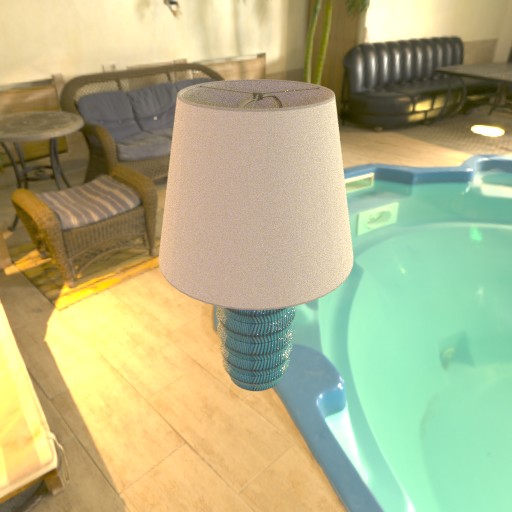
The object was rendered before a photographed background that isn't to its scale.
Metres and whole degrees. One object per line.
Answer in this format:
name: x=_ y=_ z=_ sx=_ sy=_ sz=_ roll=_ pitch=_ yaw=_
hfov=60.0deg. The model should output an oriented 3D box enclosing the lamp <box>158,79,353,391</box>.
lamp: x=0.000 y=0.000 z=0.825 sx=0.355 sy=0.582 sz=0.355 roll=0 pitch=30 yaw=0
